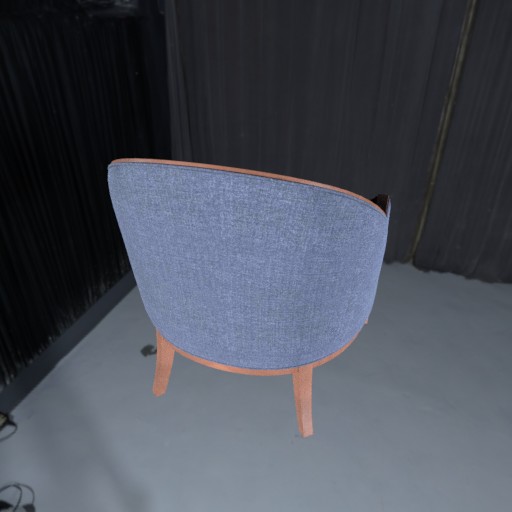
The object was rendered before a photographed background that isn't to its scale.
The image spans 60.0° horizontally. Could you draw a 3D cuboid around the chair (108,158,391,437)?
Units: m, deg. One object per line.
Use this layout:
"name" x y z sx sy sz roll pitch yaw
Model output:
"chair" 0.000 0.000 1.468 0.803 0.876 0.735 10 33 15
